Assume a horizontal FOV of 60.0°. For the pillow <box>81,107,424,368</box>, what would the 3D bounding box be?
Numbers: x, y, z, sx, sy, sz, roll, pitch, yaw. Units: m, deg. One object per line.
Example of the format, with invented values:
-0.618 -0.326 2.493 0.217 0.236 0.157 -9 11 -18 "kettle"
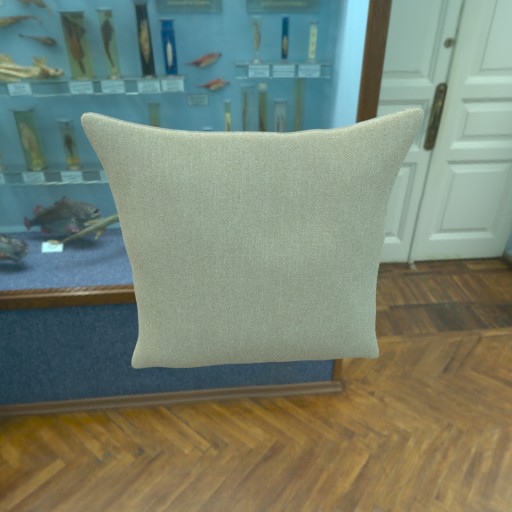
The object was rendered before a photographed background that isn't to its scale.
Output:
0.000 0.000 0.672 0.436 0.432 0.138 -2 31 -3 "pillow"
